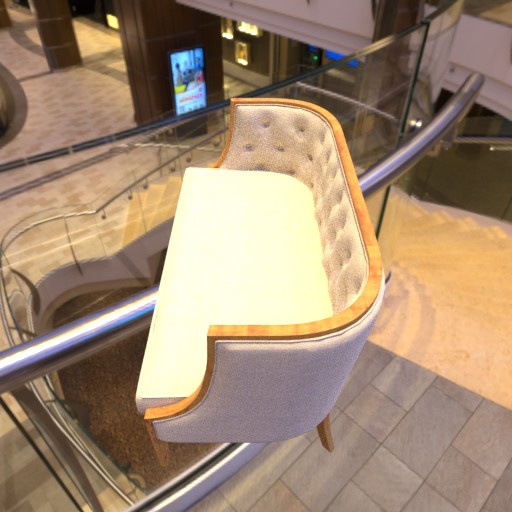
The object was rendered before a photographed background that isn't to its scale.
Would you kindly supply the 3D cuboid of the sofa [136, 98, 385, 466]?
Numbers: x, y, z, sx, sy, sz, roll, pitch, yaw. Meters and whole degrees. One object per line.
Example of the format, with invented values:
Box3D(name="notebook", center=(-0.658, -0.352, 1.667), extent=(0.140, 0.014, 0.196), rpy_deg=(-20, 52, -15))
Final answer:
Box3D(name="sofa", center=(0.000, 0.000, 1.894), extent=(0.770, 0.775, 1.474), rpy_deg=(0, 42, 0))
